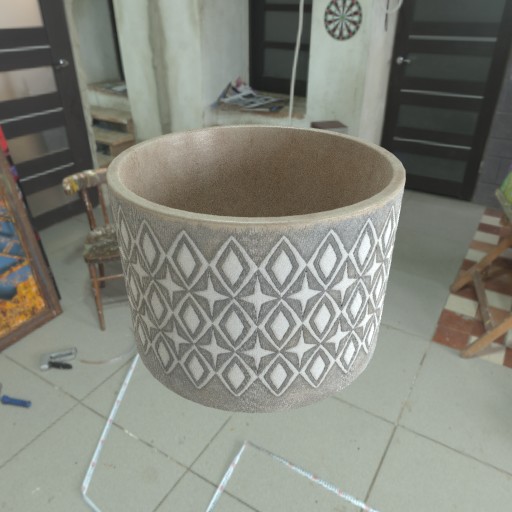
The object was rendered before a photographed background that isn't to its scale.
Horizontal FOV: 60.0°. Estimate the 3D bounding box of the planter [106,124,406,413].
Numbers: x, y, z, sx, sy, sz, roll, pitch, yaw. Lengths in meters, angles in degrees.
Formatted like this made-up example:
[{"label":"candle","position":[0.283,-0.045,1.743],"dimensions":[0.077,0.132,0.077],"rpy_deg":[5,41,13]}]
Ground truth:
[{"label":"planter","position":[0.000,0.000,0.284],"dimensions":[0.164,0.127,0.164],"rpy_deg":[0,30,0]}]
